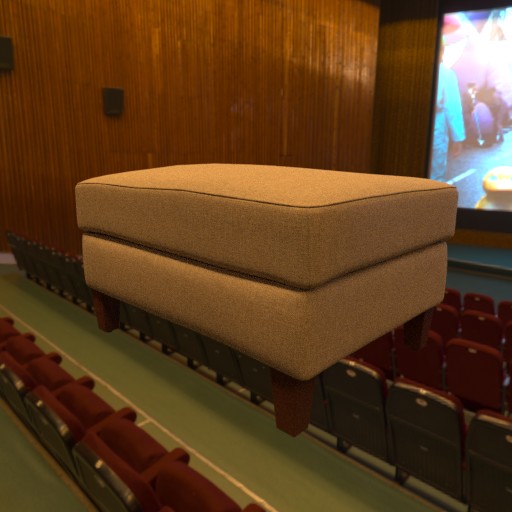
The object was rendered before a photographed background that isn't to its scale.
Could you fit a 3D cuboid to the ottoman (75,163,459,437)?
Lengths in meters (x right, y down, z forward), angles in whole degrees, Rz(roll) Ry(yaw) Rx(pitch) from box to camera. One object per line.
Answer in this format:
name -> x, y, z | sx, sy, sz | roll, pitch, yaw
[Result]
ottoman -> 0.000, 0.000, 1.287 | 0.898, 0.519, 0.677 | 12, 18, 43
